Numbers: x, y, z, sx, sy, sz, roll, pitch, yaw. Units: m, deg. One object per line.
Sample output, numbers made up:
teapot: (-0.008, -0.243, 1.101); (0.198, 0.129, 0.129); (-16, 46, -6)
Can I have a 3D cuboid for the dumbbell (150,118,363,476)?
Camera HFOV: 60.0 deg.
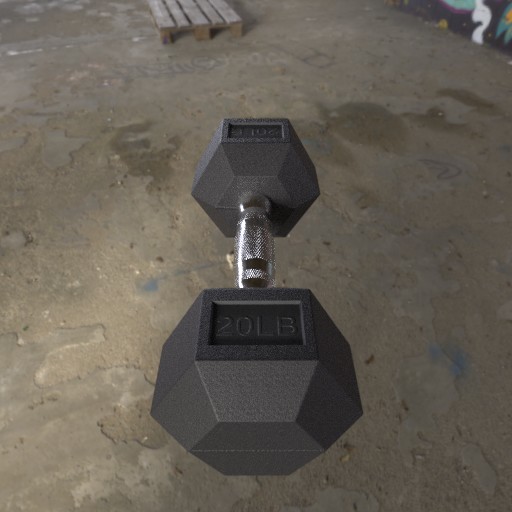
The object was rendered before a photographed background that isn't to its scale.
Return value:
dumbbell: (0.000, 0.000, 0.336); (0.116, 0.101, 0.297); (0, 42, 0)
